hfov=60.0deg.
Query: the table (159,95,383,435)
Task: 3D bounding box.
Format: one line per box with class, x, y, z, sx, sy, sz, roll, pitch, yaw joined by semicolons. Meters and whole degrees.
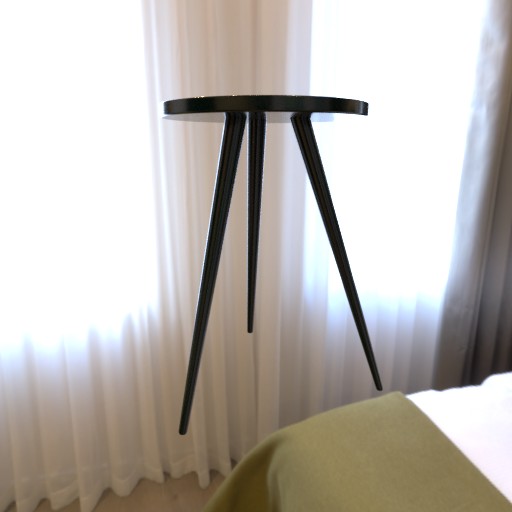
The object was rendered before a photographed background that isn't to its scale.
table;0.000;0.000;0.847;0.403;0.548;0.415;13;19;42
